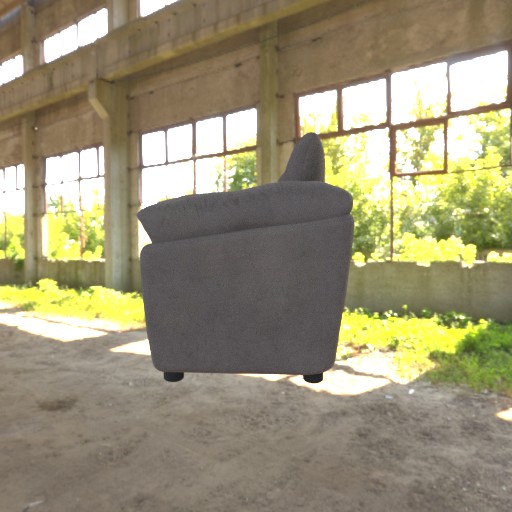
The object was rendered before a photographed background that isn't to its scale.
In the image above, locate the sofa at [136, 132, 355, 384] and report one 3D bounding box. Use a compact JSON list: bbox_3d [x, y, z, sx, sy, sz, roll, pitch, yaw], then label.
[{"bbox_3d":[0.000,0.000,2.889,0.878,1.073,2.336,0,1,2],"label":"sofa"}]
